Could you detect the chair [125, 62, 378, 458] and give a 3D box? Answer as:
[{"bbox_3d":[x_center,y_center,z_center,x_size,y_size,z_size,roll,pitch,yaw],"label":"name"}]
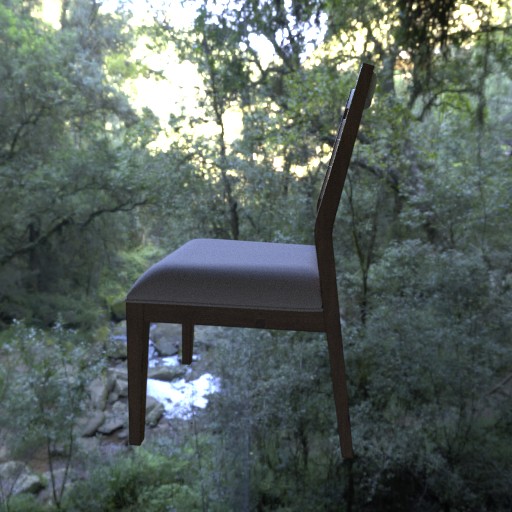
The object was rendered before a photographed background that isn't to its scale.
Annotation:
[{"bbox_3d":[0.000,0.000,1.264,0.610,0.939,0.497,2,13,8],"label":"chair"}]
